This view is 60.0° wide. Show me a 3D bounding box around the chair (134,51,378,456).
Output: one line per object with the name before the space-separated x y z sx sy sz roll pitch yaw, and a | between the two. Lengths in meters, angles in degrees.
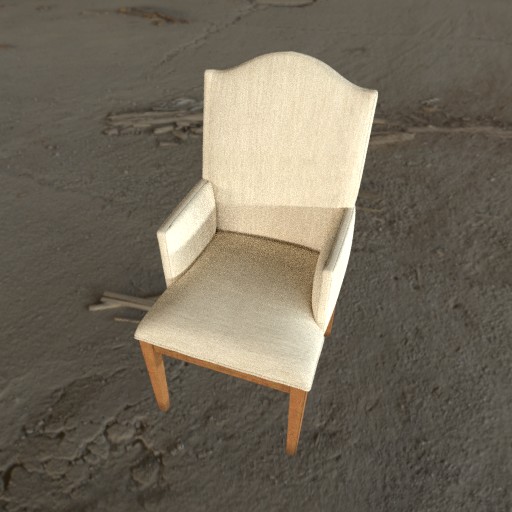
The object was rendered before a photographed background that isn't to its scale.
chair | 0.000 0.000 1.350 0.533 1.016 0.641 13 43 15
